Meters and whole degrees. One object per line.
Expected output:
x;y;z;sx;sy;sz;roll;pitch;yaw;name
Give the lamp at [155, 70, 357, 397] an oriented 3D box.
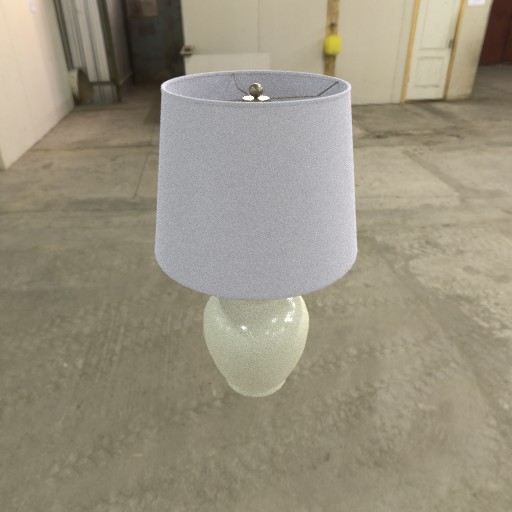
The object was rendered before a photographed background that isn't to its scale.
0.000;0.000;0.544;0.239;0.399;0.239;0;30;0;lamp
